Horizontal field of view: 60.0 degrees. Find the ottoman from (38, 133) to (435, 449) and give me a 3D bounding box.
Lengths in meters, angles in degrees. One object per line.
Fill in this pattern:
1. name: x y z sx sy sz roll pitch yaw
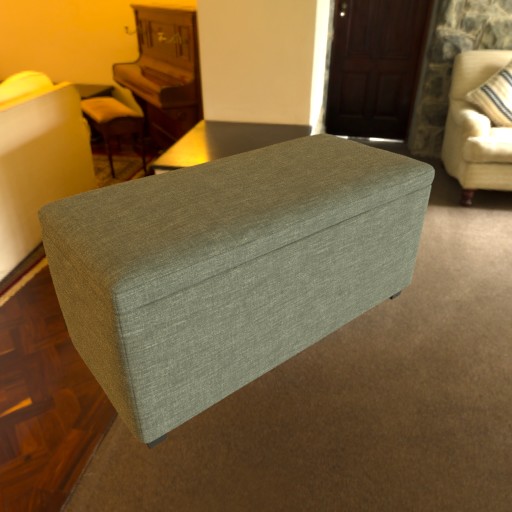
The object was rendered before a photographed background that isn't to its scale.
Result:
1. ottoman: 0.000 0.000 1.133 0.902 0.432 0.419 -23 38 -32
